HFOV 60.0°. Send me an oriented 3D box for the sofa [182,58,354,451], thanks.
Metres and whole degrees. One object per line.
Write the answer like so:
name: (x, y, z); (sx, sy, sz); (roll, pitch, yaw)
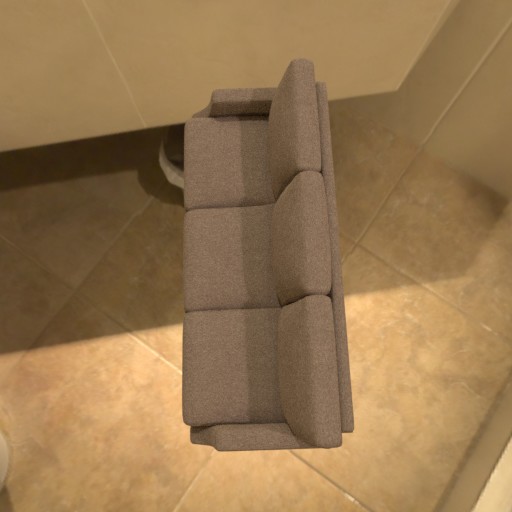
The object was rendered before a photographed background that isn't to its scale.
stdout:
sofa: (0.000, 0.000, 2.643); (0.888, 0.984, 2.115); (-2, 76, 0)
